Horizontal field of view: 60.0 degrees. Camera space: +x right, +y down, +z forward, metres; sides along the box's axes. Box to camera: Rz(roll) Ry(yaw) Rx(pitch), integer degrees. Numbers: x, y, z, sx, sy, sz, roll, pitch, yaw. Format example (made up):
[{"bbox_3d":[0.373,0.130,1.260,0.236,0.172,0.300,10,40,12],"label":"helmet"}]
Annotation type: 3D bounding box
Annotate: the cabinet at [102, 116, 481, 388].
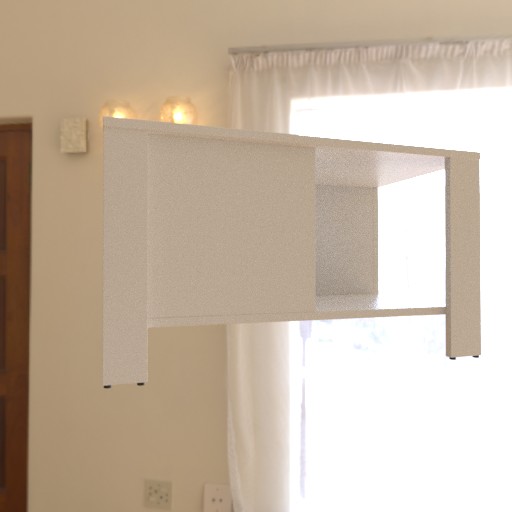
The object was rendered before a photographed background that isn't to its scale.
[{"bbox_3d":[0.000,0.000,1.248,0.800,0.460,0.800,0,-1,-18],"label":"cabinet"}]
